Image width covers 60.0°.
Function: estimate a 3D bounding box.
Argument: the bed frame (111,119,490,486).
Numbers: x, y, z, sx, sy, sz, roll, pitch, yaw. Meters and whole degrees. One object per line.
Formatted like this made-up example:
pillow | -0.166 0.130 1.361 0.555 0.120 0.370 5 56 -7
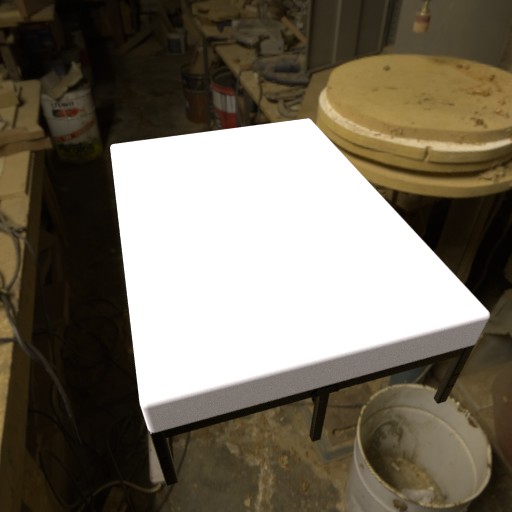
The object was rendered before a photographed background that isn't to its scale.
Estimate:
bed frame | 0.000 0.000 2.543 1.408 0.659 1.956 -11 42 -13
